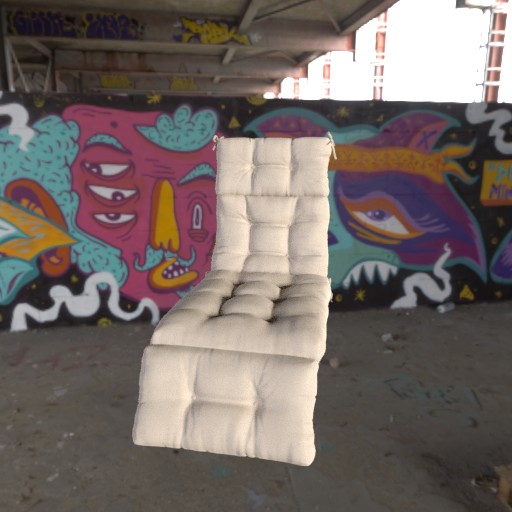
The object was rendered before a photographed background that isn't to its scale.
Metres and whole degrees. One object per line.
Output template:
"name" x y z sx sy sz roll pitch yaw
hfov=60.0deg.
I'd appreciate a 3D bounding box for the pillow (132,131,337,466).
"pillow" 0.000 0.000 1.516 0.526 0.863 1.016 2 13 10
